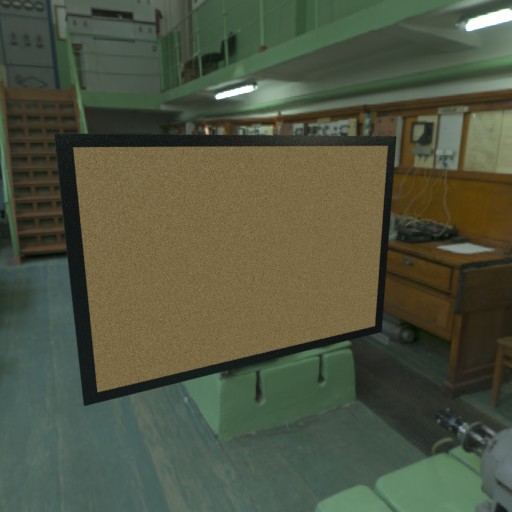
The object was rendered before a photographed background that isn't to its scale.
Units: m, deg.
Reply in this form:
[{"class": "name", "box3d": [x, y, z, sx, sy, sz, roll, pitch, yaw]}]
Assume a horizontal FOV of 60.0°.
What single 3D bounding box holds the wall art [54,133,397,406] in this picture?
[{"class": "wall art", "box3d": [0.000, 0.000, 1.049, 0.819, 0.552, 0.015, -7, 16, -26]}]
